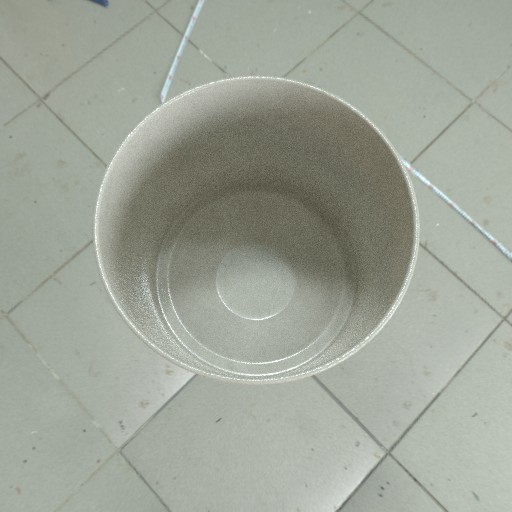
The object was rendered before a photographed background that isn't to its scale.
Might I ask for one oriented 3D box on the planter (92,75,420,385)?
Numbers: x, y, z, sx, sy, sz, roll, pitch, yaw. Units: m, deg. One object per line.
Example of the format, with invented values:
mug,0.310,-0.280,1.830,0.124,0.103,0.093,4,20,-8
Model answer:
planter,0.000,0.000,0.453,0.250,0.239,0.250,0,75,0
